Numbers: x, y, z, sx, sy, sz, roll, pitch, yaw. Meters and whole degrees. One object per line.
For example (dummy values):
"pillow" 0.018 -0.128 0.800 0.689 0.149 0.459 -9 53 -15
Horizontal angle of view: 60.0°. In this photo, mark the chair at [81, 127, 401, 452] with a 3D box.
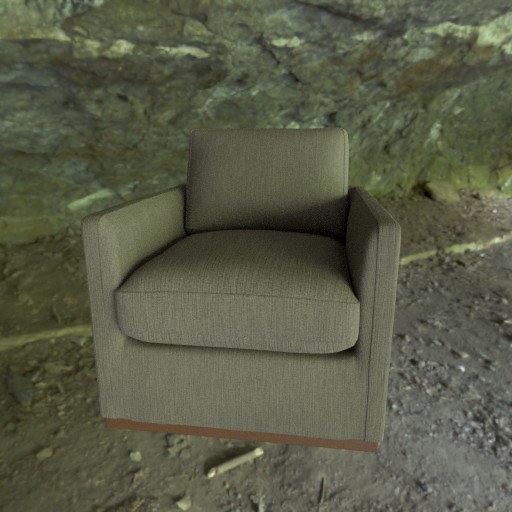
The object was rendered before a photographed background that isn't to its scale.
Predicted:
"chair" 0.000 0.000 1.437 0.763 0.811 0.834 2 15 8
